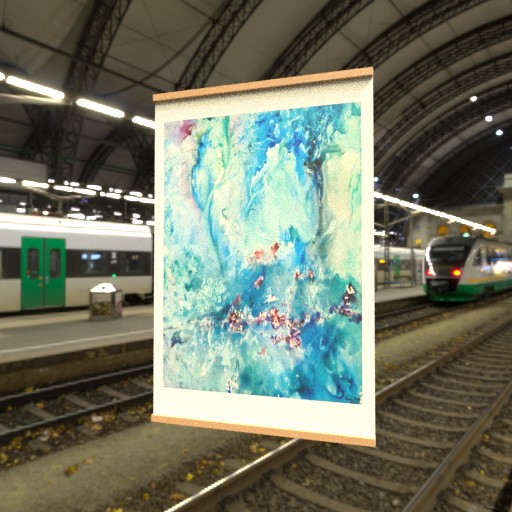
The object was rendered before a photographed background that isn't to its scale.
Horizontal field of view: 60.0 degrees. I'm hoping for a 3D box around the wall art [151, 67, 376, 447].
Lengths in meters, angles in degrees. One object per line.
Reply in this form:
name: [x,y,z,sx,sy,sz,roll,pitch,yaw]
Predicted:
wall art: [0.000,0.000,1.299,0.669,1.020,0.027,0,-1,17]
